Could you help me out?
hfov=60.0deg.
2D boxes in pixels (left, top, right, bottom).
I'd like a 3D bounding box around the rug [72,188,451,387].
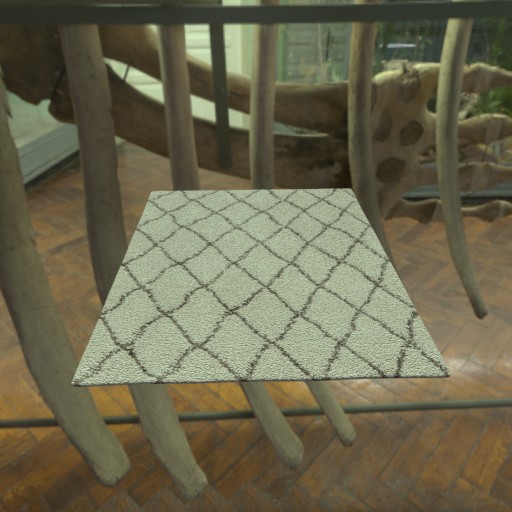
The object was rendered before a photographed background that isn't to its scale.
[{"bbox_3d":[0.000,0.000,4.118,2.438,0.029,3.047,-1,32,-2],"label":"rug"}]
